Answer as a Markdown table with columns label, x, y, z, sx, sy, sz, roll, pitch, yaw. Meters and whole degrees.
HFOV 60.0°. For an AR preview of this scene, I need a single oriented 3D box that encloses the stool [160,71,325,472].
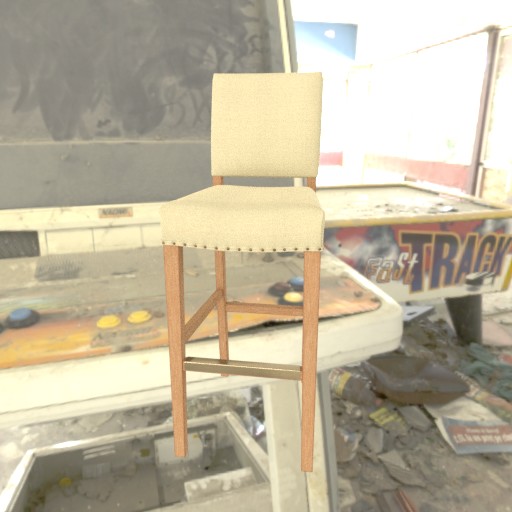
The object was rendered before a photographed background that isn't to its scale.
| label | x | y | z | sx | sy | sz | roll | pitch | yaw |
| --- | --- | --- | --- | --- | --- | --- | --- | --- | --- |
| stool | 0.000 | 0.000 | 1.415 | 0.428 | 1.143 | 0.546 | 3 | 16 | 9 |
